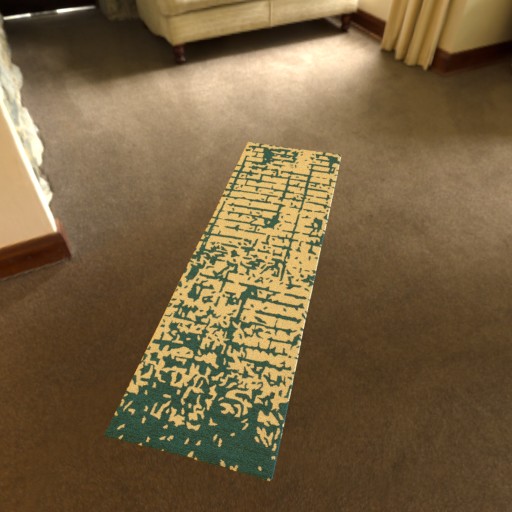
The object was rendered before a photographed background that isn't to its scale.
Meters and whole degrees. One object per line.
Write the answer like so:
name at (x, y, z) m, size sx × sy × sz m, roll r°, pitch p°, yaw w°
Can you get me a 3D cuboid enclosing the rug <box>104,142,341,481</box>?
rug at (0.000, 0.000, 2.683) m, size 0.750 × 0.011 × 2.435 m, roll 10°, pitch 47°, yaw 10°
